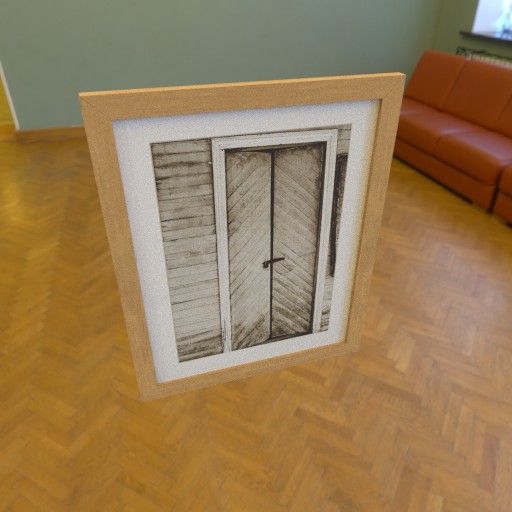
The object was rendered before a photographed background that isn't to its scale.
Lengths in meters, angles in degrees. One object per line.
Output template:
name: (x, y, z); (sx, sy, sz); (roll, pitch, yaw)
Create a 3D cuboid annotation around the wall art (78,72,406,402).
wall art: (0.000, 0.000, 0.757); (0.460, 0.561, 0.020); (-9, 34, -14)
